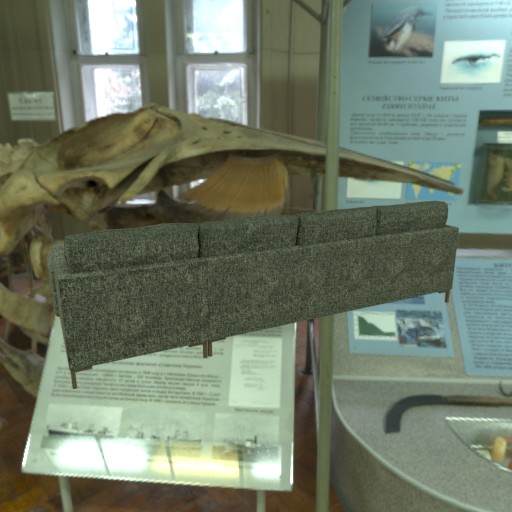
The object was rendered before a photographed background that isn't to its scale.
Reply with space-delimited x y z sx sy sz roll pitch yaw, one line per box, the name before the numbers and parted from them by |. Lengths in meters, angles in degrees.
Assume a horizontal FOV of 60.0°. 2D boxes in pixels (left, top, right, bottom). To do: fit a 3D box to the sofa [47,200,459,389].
sofa | 0.000 0.000 3.987 3.384 0.970 1.488 -8 17 -26
